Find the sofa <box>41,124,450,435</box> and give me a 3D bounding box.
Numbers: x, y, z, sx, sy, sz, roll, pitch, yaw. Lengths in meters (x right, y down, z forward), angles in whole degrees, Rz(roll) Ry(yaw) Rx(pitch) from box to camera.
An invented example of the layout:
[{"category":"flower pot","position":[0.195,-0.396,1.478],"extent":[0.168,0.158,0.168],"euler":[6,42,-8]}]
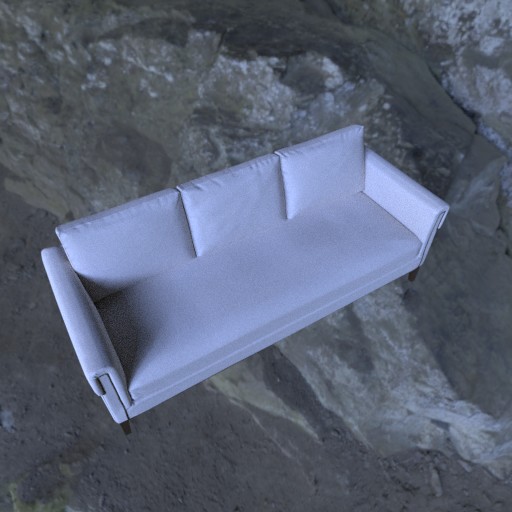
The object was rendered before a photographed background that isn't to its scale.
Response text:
[{"category":"sofa","position":[0.000,0.000,2.665],"extent":[2.198,0.911,0.902],"euler":[-24,51,-21]}]
